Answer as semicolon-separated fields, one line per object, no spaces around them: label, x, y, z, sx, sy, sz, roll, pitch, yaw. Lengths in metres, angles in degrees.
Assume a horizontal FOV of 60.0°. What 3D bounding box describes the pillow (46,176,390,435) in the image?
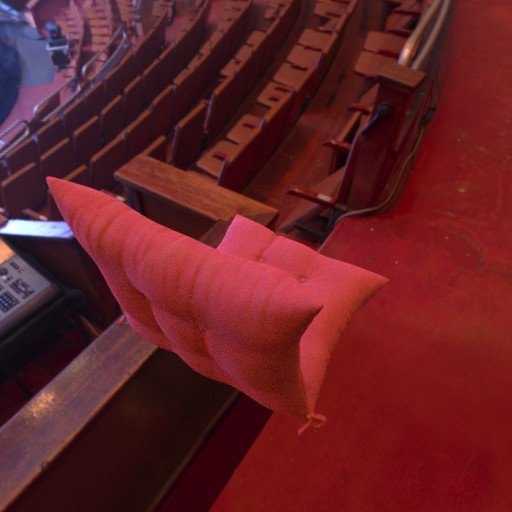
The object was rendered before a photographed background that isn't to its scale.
pillow;0.000;0.000;0.972;0.541;0.536;0.585;24;51;21
